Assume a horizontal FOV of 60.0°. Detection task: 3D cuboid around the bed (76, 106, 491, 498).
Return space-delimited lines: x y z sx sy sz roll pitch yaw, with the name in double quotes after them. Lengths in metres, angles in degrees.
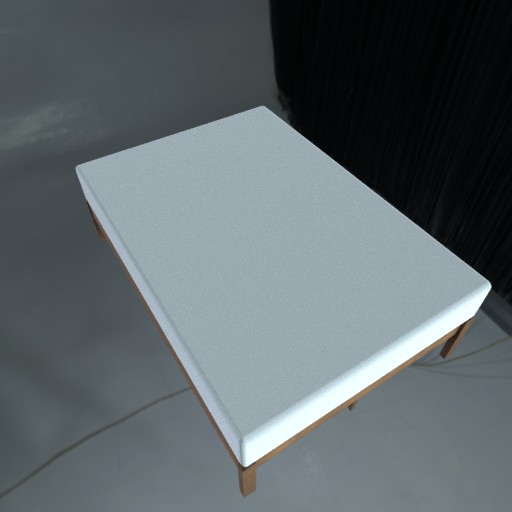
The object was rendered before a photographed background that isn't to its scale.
0.000 0.000 2.533 1.348 0.616 1.927 -25 52 -21 "bed"
